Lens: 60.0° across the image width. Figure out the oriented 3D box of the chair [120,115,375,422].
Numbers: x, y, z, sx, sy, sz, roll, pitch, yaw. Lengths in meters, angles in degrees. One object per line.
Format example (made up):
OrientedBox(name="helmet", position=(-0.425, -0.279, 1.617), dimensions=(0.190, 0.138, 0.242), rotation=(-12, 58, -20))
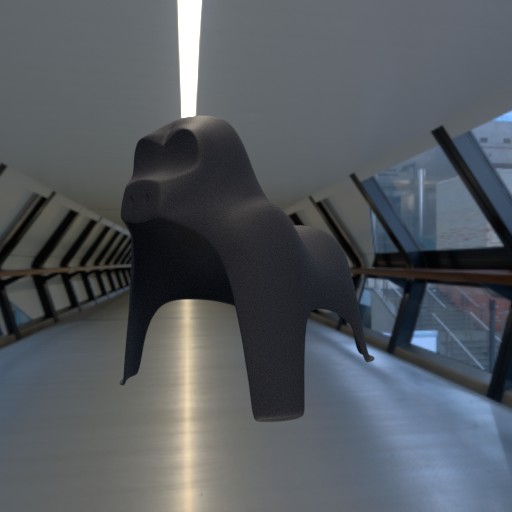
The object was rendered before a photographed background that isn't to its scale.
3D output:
OrientedBox(name="chair", position=(0.000, 0.000, 1.126), dimensions=(0.490, 0.600, 0.758), rotation=(0, 0, 35))
